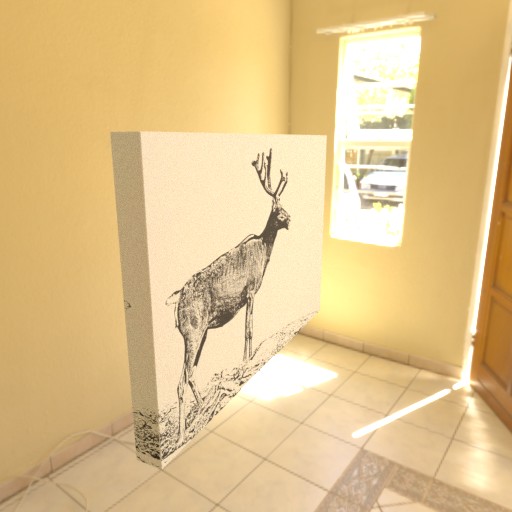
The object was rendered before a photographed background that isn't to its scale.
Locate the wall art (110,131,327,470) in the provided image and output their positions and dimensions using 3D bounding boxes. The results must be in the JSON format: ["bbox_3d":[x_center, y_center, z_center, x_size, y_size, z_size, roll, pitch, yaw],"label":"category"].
[{"bbox_3d":[0.000,0.000,0.780,0.042,0.414,0.608,7,17,26],"label":"wall art"}]
